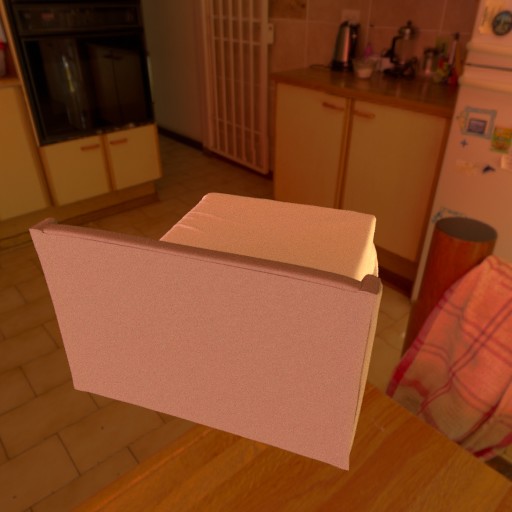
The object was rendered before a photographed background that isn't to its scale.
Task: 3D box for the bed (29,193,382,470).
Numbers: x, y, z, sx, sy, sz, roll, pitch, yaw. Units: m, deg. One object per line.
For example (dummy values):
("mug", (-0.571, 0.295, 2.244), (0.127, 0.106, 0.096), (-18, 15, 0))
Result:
("bed", (0.000, 0.000, 3.425), (1.925, 1.332, 2.276), (10, 33, 16))
